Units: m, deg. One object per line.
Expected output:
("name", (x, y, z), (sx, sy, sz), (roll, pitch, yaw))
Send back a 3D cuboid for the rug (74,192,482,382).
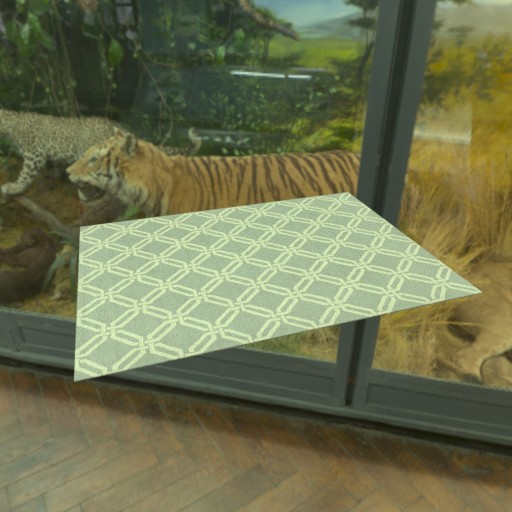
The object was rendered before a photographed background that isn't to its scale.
("rug", (0.000, 0.000, 4.416), (3.353, 0.013, 2.438), (-9, 31, -16))
